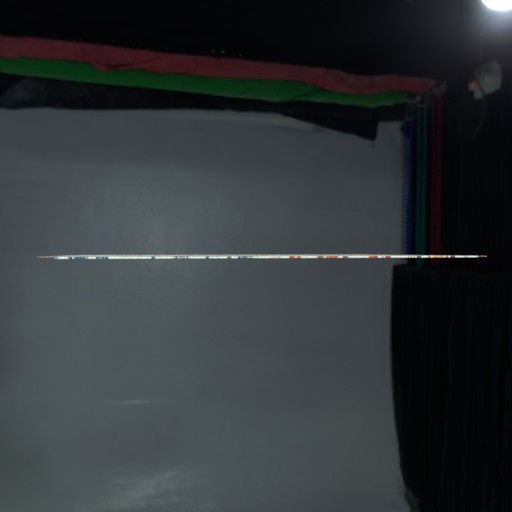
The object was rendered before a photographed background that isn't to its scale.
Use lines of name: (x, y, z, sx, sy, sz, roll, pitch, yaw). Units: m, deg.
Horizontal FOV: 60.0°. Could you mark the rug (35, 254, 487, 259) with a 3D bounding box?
rug: (0.000, 0.000, 3.136, 2.584, 0.010, 1.523, 0, 1, -17)
